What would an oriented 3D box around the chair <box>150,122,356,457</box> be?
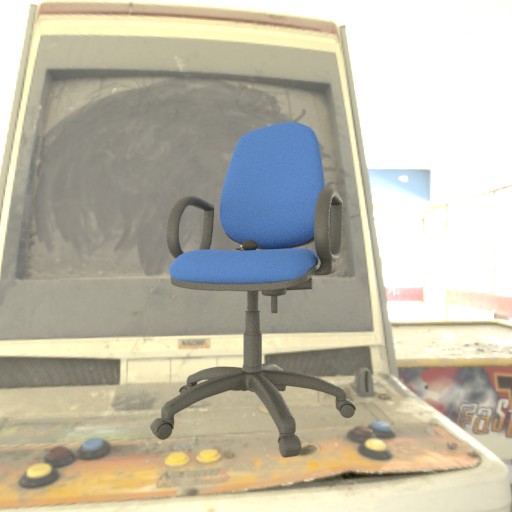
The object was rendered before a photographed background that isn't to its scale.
[{"bbox_3d":[0.000,0.000,1.281,0.552,0.905,0.549,0,-1,19],"label":"chair"}]
